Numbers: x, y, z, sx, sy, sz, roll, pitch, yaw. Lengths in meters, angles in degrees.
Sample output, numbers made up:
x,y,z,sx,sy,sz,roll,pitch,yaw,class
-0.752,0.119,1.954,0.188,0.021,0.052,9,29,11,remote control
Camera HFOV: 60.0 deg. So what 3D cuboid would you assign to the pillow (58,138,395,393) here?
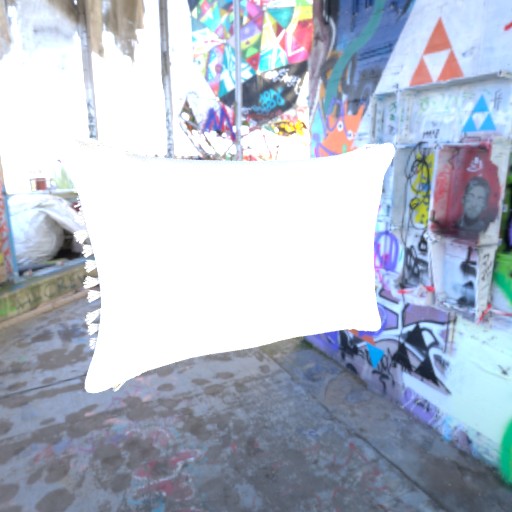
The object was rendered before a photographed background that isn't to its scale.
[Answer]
x,y,z,sx,sy,sz,roll,pitch,yaw,class
0.000,0.000,0.601,0.466,0.305,0.084,-7,15,-26,pillow
